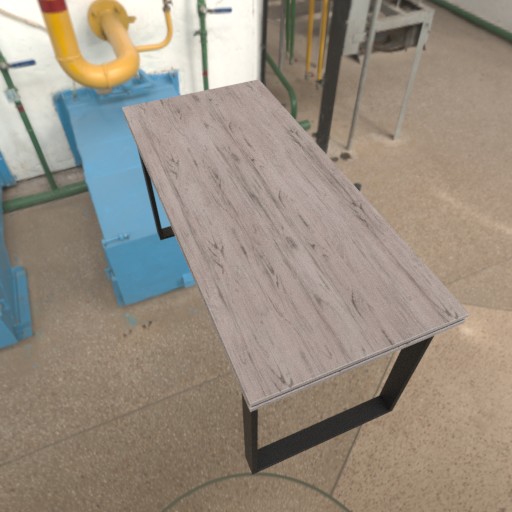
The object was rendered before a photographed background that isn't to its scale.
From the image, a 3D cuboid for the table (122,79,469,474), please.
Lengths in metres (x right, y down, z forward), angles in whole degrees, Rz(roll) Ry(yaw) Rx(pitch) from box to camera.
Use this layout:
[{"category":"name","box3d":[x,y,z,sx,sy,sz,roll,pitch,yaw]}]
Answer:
[{"category":"table","box3d":[0.000,0.000,2.257,0.795,0.899,1.778,-18,51,-15]}]
